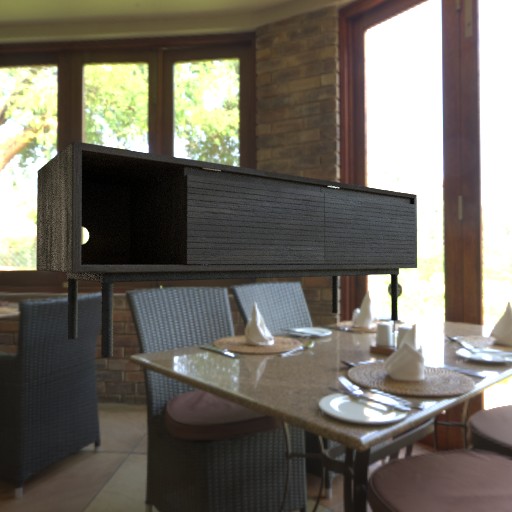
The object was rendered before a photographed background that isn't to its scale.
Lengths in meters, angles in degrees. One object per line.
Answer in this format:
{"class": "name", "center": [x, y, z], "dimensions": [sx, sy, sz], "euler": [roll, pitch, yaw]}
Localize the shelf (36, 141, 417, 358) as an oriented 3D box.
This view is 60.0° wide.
{"class": "shelf", "center": [0.000, 0.000, 1.520], "dimensions": [1.300, 0.495, 0.400], "euler": [1, -1, -37]}
